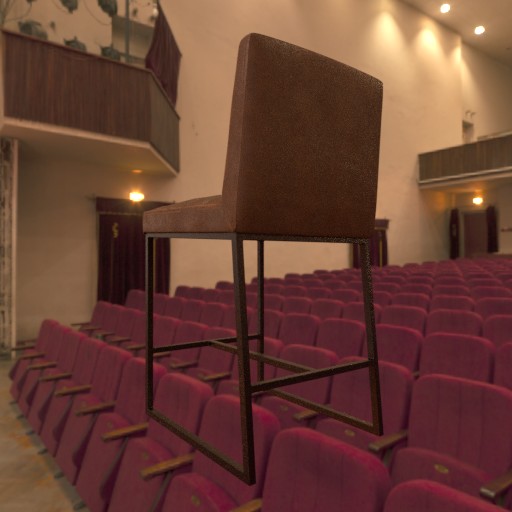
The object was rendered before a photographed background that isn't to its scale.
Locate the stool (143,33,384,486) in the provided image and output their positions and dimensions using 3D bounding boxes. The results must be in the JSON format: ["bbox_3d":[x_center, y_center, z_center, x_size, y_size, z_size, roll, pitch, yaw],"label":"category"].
[{"bbox_3d":[0.000,0.000,1.251,0.463,0.942,0.562,0,0,-37],"label":"stool"}]
